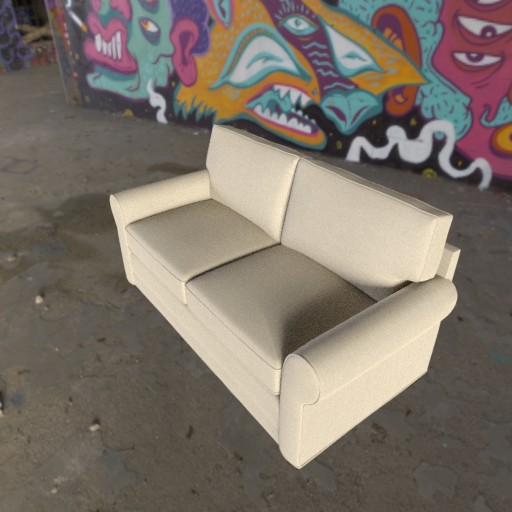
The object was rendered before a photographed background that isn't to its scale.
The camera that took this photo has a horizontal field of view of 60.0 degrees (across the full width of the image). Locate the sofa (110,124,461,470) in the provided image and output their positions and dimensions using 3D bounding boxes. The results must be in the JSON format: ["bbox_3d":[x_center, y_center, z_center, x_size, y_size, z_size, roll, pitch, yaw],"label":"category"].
[{"bbox_3d":[0.000,0.000,2.257,0.861,0.933,1.774,-22,38,-31],"label":"sofa"}]
